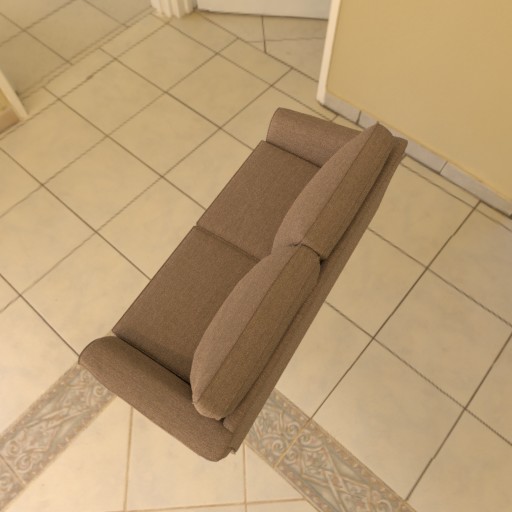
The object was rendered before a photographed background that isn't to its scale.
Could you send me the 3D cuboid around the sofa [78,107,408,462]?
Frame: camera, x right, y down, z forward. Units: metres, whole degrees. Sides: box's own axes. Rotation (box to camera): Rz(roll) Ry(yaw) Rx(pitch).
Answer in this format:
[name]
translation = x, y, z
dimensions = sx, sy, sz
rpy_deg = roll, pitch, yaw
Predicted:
[sofa]
translation = 0.000, 0.000, 2.810
dimensions = 0.980, 0.965, 2.270
rpy_deg = 29, 66, 14
